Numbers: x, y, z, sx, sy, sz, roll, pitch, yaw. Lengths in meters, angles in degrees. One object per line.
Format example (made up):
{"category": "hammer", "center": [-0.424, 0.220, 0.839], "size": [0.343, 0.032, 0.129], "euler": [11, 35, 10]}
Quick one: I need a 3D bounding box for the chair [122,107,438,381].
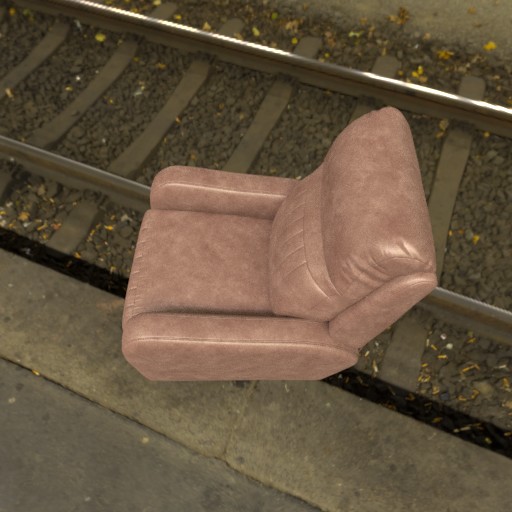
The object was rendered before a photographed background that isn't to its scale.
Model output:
{"category": "chair", "center": [0.000, 0.000, 1.796], "size": [1.067, 1.067, 0.865], "euler": [2, 58, 1]}
